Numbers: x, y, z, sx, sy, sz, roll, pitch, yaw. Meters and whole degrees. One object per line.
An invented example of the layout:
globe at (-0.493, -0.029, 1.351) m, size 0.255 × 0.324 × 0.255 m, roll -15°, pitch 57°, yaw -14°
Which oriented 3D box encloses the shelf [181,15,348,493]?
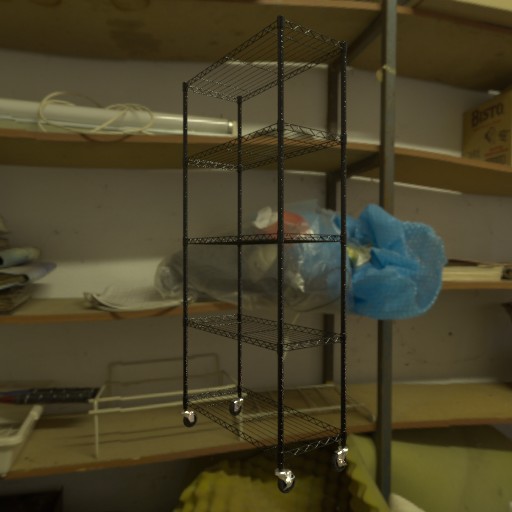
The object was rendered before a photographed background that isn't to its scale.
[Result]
shelf at (0.000, 0.000, 1.909) m, size 0.356 × 1.645 × 0.762 m, roll 0°, pitch 0°, yaw -36°
